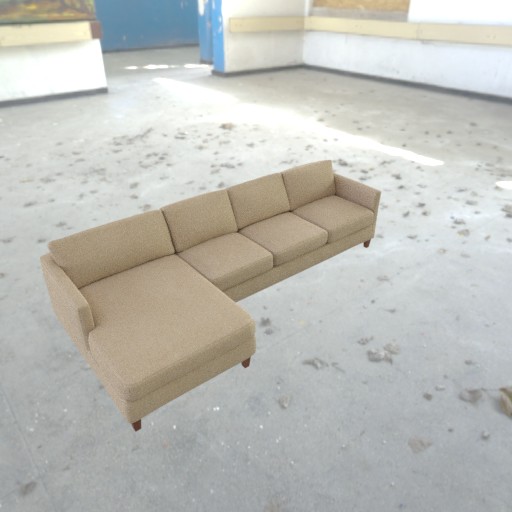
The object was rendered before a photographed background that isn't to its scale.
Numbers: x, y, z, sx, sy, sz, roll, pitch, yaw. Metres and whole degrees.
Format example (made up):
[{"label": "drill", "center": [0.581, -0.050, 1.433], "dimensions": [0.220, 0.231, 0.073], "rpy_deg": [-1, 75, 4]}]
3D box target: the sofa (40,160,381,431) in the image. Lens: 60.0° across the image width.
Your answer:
[{"label": "sofa", "center": [0.000, 0.000, 3.921], "dimensions": [3.201, 0.876, 1.502], "rpy_deg": [-23, 38, -32]}]
